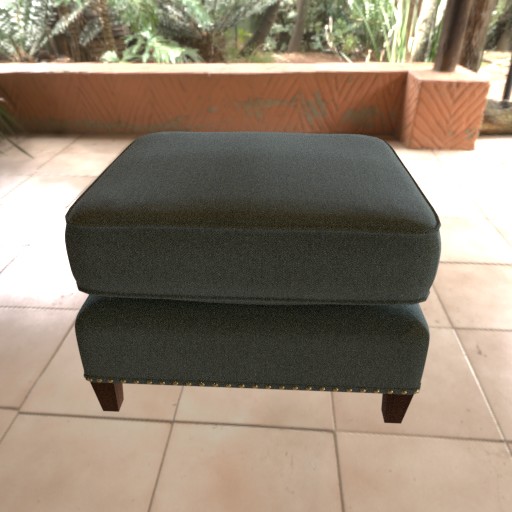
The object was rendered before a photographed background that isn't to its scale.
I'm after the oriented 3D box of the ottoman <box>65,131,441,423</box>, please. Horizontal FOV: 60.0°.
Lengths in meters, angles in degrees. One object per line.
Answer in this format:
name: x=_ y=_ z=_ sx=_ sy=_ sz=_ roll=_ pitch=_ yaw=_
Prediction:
ottoman: x=0.000 y=0.000 z=1.119 sx=0.738 sy=0.537 sz=0.589 roll=2 pitch=31 yaw=2
